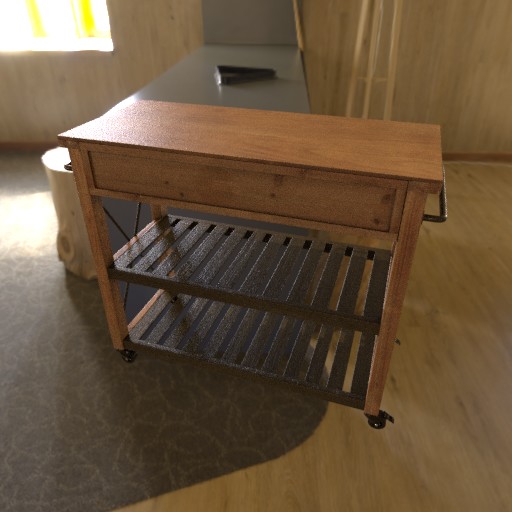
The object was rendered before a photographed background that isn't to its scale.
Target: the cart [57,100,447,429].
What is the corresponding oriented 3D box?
[{"bbox_3d":[0.000,0.000,0.966,0.686,0.554,0.298,10,34,16],"label":"cart"}]
